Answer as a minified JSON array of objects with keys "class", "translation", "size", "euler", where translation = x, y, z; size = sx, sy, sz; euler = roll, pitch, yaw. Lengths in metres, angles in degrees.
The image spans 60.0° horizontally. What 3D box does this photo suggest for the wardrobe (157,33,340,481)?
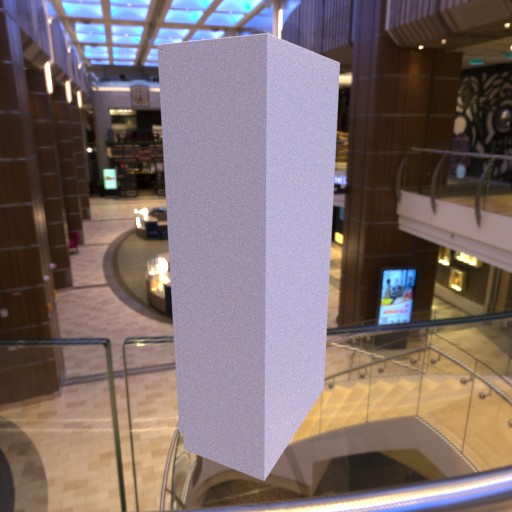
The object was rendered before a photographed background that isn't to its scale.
[{"class":"wardrobe","translation":[0.000,0.000,2.040],"size":[0.470,1.700,0.760],"euler":[8,18,26]}]
